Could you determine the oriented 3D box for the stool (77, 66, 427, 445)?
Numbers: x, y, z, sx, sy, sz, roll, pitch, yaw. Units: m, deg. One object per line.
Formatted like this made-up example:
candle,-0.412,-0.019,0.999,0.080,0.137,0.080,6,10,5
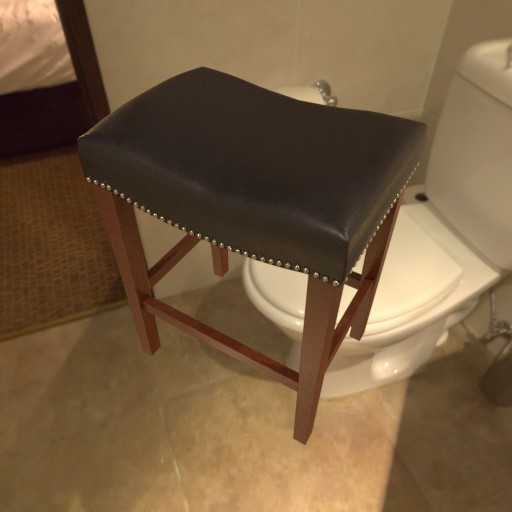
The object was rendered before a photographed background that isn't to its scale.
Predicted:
stool,0.000,0.000,0.968,0.504,0.654,0.372,23,49,22
